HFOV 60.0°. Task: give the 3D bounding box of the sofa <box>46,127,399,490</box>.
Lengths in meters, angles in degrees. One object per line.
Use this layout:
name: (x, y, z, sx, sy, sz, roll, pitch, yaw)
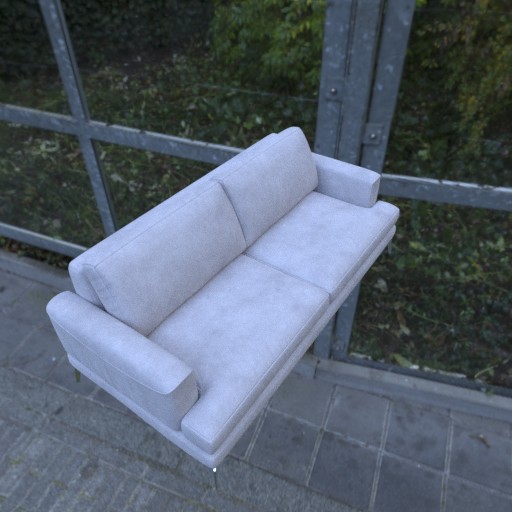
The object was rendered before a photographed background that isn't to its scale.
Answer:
sofa: (0.000, 0.000, 2.502, 0.980, 0.830, 2.013, 24, 46, 26)
